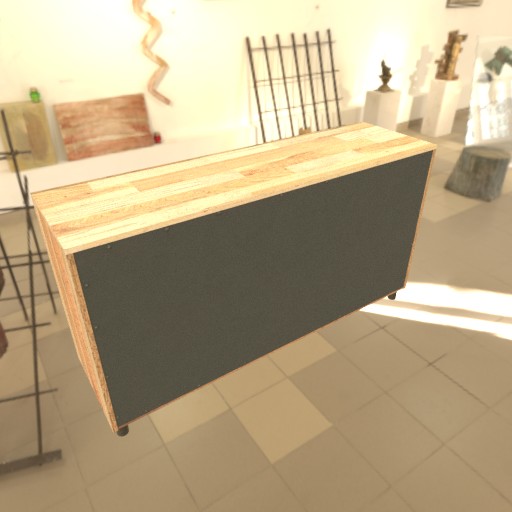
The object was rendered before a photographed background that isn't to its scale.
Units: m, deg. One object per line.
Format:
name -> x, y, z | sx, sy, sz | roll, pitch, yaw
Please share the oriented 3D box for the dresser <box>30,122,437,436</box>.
dresser -> 0.000, 0.000, 1.923 | 1.547, 0.834, 0.487 | -20, 37, -28
